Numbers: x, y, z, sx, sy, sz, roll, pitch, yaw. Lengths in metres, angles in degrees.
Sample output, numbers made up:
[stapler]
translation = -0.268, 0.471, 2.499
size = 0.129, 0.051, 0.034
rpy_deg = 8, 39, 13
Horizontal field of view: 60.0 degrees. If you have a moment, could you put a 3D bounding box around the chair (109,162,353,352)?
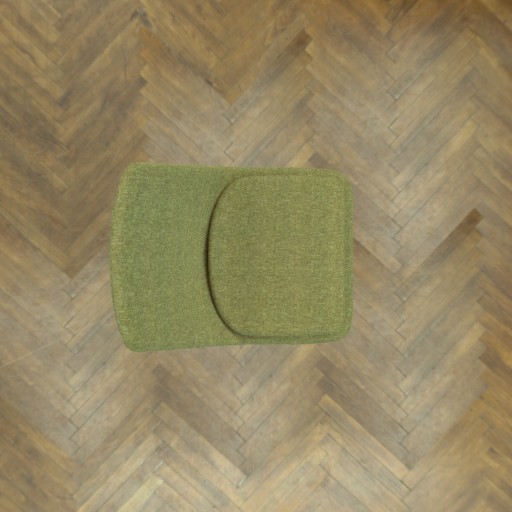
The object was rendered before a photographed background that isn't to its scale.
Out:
[chair]
translation = 0.000, 0.000, 1.134
size = 0.496, 0.849, 0.479
rpy_deg = 0, 90, -1
